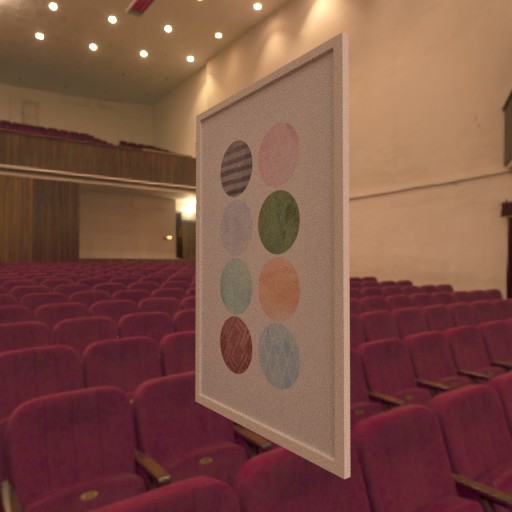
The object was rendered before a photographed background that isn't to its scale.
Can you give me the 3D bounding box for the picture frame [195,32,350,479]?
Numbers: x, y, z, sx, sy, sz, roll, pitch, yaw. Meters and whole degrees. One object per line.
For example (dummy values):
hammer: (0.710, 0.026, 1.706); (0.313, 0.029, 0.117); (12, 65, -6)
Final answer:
picture frame: (0.000, 0.000, 0.840); (0.013, 0.657, 0.457); (1, -2, -36)
